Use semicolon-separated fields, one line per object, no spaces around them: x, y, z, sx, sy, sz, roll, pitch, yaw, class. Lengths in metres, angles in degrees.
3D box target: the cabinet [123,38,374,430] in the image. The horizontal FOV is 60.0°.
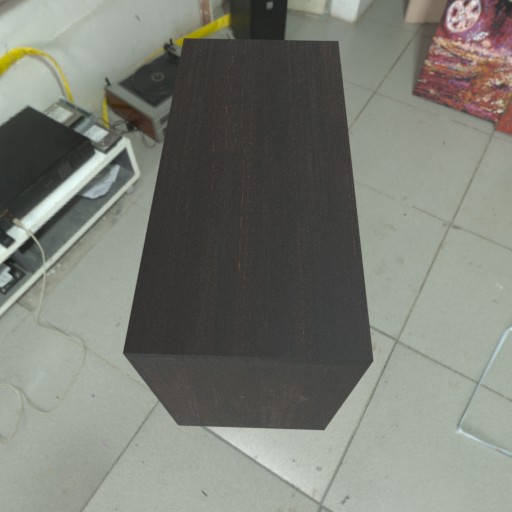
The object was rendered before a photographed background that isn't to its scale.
0.000;0.000;1.408;0.451;0.860;0.950;2;59;1;cabinet
